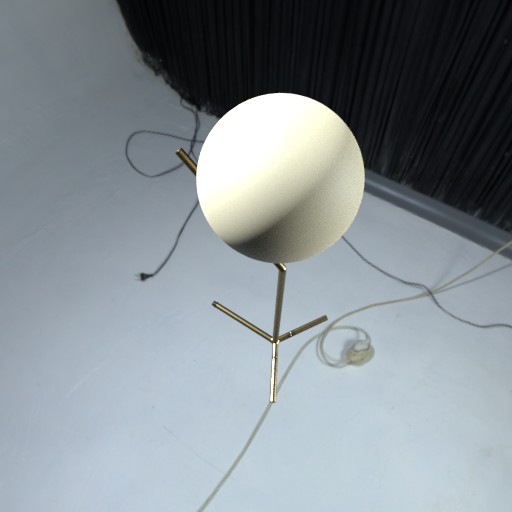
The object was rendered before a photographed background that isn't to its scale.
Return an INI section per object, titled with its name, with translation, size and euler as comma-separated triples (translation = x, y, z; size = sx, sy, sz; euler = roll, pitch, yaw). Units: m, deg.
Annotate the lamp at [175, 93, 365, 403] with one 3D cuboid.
[lamp]
translation = 0.000, 0.000, 0.663
size = 0.251, 0.552, 0.210
euler = 29, 62, 18
